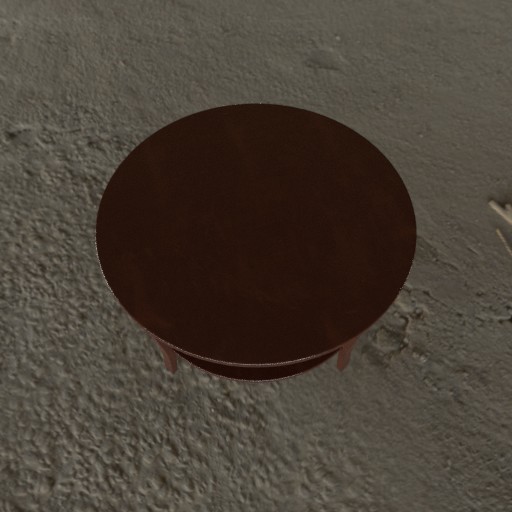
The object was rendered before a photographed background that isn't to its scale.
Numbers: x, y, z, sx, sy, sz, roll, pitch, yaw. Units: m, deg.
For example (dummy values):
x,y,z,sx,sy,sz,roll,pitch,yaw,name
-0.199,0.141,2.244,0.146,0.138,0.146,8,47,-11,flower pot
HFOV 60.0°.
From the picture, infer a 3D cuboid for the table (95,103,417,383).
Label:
x,y,z,sx,sy,sz,roll,pitch,yaw,name
0.000,0.000,1.493,0.911,0.512,0.911,0,59,0,table
